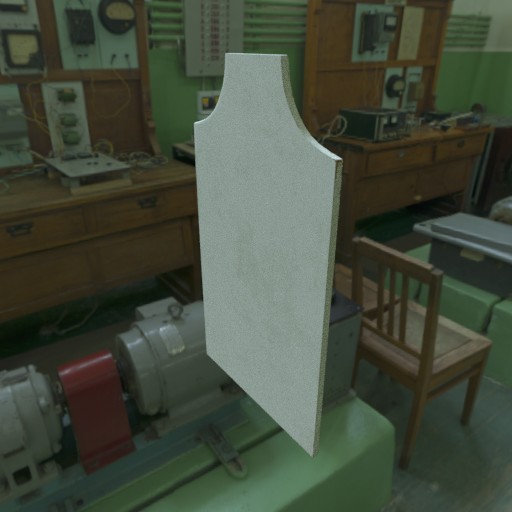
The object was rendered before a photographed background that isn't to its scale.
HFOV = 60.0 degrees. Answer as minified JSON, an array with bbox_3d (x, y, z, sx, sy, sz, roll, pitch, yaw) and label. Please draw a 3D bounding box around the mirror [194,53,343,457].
[{"bbox_3d":[0.000,0.000,0.865,0.022,0.717,0.403,-18,31,-32],"label":"mirror"}]
